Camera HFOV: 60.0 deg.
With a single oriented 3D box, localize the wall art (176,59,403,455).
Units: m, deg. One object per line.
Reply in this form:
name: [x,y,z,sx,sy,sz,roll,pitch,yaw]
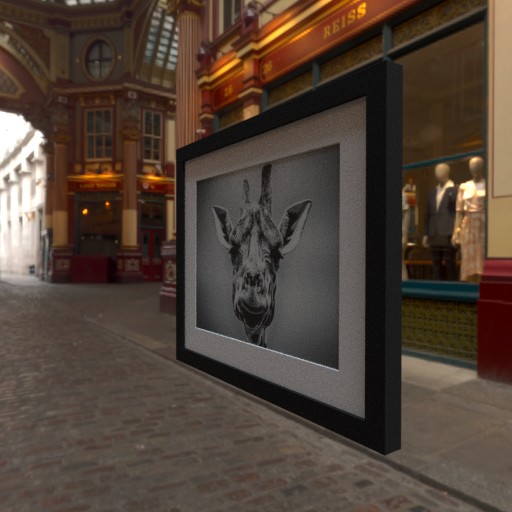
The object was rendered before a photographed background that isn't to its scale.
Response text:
wall art: [0.000,0.000,0.747,0.031,0.457,0.558,0,1,-35]
